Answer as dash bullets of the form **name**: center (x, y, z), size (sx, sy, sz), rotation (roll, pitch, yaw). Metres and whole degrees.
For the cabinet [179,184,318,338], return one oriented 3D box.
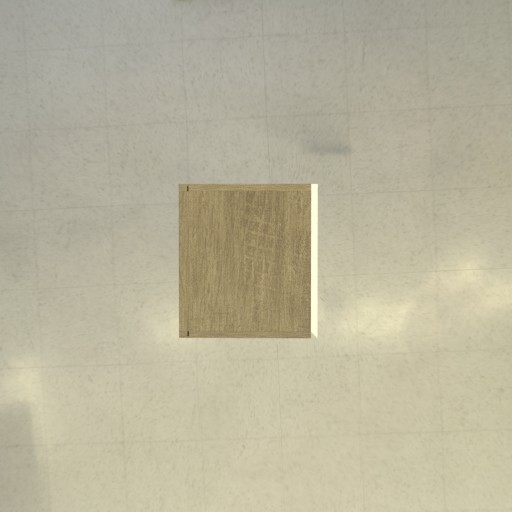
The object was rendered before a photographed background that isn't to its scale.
- **cabinet**: center (0.000, 0.000, 1.562), size (0.270, 1.400, 0.300), rotation (0, 91, 1)
